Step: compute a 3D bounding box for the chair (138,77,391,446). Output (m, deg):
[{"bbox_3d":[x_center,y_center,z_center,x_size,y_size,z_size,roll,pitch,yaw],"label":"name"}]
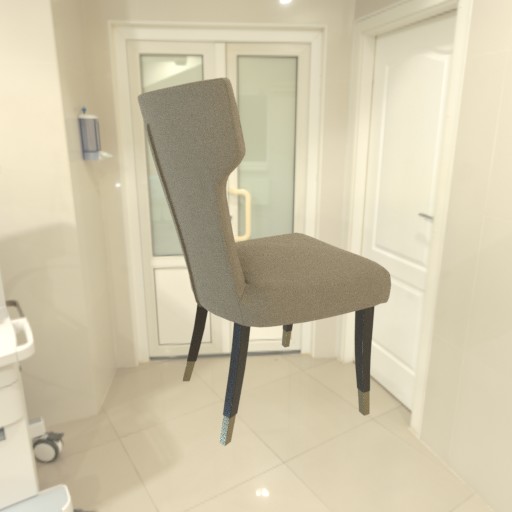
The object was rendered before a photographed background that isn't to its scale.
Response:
[{"bbox_3d":[0.000,0.000,1.349,0.630,0.955,0.526,-8,18,-25],"label":"chair"}]
